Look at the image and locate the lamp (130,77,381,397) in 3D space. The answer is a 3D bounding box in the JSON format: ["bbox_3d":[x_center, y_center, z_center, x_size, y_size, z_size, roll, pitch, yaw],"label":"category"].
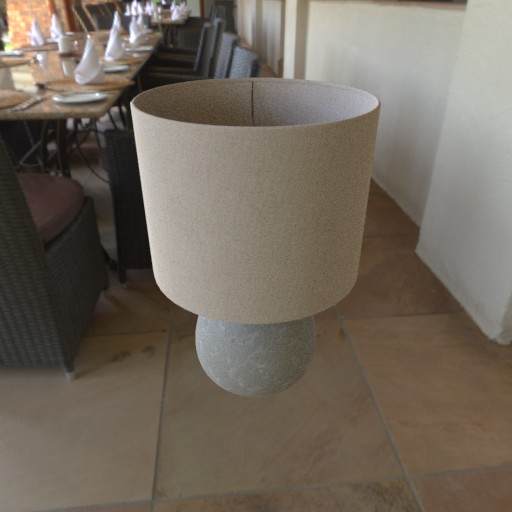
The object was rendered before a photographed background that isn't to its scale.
[{"bbox_3d":[0.000,0.000,0.593,0.269,0.409,0.269,-1,30,-2],"label":"lamp"}]
